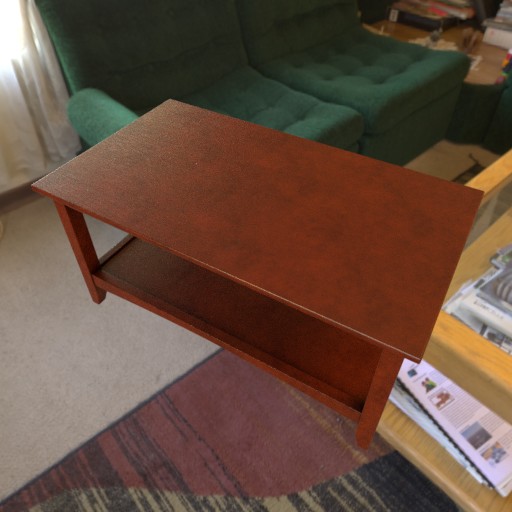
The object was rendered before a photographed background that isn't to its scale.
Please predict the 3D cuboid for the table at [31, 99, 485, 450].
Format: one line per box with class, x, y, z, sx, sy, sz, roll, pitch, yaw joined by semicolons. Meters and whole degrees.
table;0.000;0.000;1.214;0.943;0.456;0.533;23;49;21
